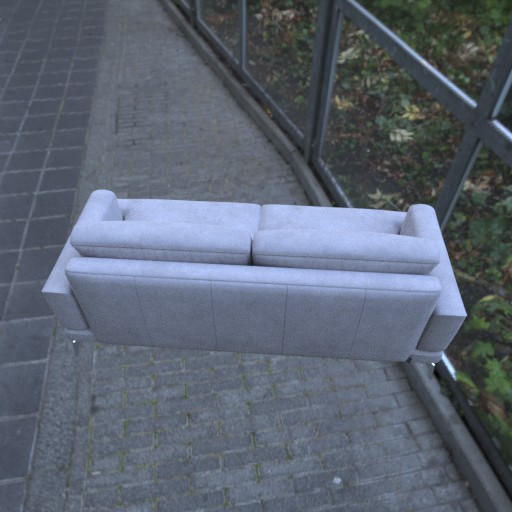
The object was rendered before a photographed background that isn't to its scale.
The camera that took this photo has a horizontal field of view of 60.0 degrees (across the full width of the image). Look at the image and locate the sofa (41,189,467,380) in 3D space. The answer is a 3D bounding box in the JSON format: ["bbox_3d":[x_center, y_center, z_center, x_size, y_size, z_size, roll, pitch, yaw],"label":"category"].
[{"bbox_3d":[0.000,0.000,2.480,2.013,0.830,0.980,3,47,3],"label":"sofa"}]
